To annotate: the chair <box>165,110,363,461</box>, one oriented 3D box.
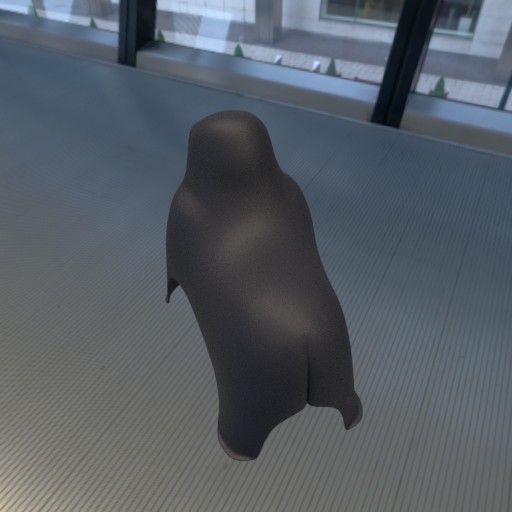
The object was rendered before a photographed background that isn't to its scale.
[{"bbox_3d":[0.000,0.000,1.154,0.490,0.600,0.758,-12,43,-13],"label":"chair"}]
